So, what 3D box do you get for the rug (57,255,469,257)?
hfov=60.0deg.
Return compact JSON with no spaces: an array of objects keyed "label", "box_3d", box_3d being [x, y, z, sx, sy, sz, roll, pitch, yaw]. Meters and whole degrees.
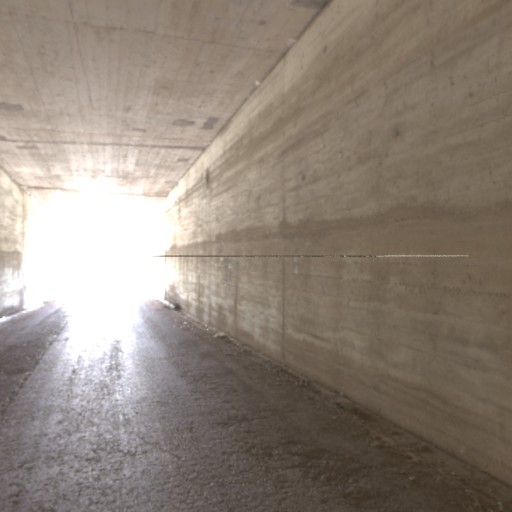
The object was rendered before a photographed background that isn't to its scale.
[{"label":"rug","box_3d":[0.000,0.000,3.070,2.440,0.010,1.528,0,0,36]}]
